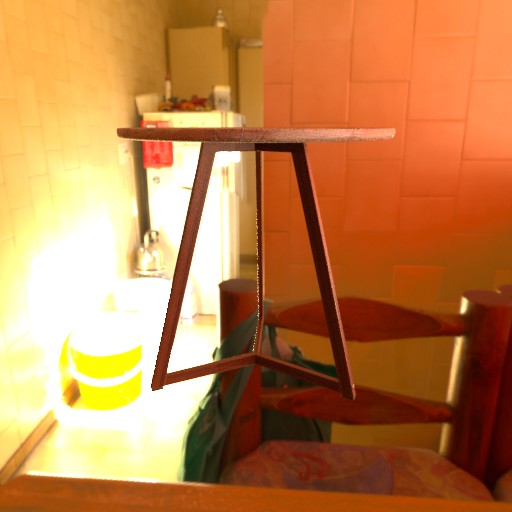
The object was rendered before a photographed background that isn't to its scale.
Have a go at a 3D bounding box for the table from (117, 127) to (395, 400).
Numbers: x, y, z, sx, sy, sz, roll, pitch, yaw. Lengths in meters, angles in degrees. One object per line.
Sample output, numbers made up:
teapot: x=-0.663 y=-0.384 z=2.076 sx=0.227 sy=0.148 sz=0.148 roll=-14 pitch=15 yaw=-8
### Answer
table: x=0.000 y=0.000 z=0.900 sx=0.500 sy=0.500 sz=0.500 roll=0 pitch=16 yaw=0
